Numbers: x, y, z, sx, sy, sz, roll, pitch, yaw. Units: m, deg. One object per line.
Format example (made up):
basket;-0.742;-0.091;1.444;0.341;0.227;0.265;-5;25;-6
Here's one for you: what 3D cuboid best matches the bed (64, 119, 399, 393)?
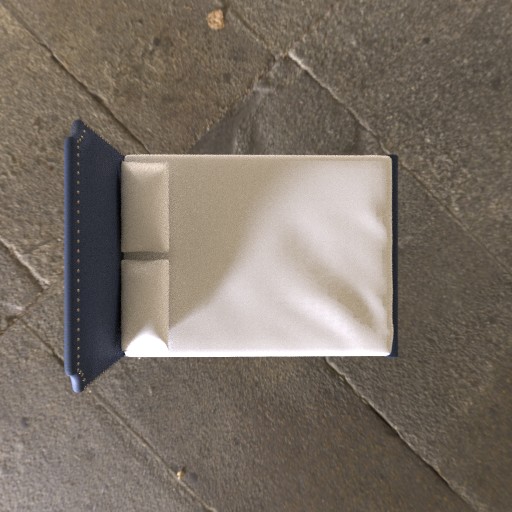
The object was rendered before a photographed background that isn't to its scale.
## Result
bed;0.000;0.000;3.379;2.372;1.443;1.712;0;90;-1
